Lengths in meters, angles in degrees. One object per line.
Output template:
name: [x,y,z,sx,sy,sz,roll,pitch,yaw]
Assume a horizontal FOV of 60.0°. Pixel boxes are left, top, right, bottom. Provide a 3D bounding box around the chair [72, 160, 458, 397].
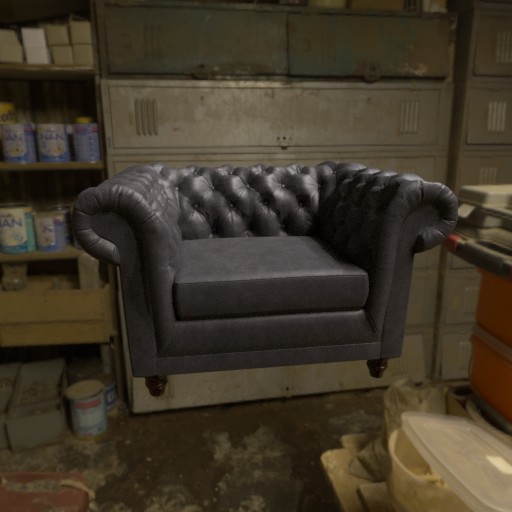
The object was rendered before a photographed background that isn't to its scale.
chair: [0.000,0.000,1.940,1.298,0.780,0.943,-2,15,-8]
